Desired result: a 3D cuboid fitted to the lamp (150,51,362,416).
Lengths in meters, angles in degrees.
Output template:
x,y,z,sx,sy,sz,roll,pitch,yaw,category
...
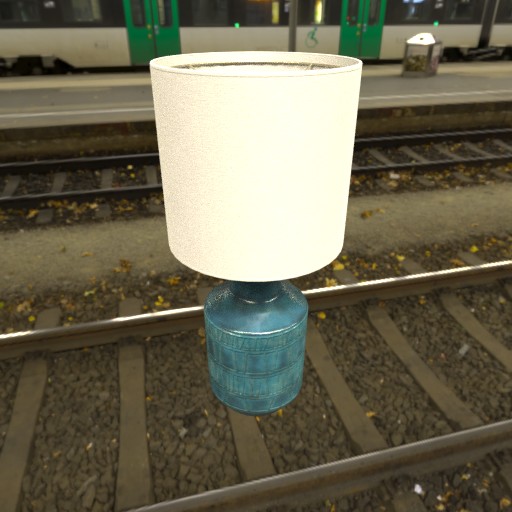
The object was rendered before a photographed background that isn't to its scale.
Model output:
x,y,z,sx,sy,sz,roll,pitch,yaw,category
0.000,0.000,0.560,0.211,0.455,0.211,-19,34,-31,lamp
